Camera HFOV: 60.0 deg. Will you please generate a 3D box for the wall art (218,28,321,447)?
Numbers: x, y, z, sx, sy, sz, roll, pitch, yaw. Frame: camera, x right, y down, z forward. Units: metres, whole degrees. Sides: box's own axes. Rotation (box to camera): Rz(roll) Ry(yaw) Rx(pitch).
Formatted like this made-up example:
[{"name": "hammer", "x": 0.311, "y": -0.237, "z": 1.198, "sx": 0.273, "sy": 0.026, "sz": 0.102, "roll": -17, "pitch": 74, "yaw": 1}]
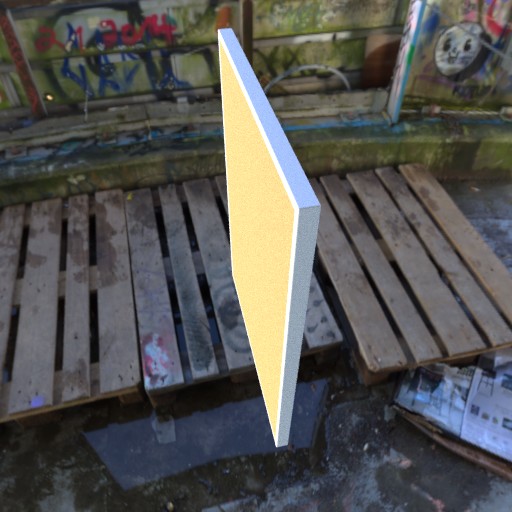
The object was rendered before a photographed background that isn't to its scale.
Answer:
[{"name": "wall art", "x": 0.000, "y": 0.000, "z": 1.588, "sx": 0.046, "sy": 1.221, "sz": 0.914, "roll": -9, "pitch": 48, "yaw": -9}]
